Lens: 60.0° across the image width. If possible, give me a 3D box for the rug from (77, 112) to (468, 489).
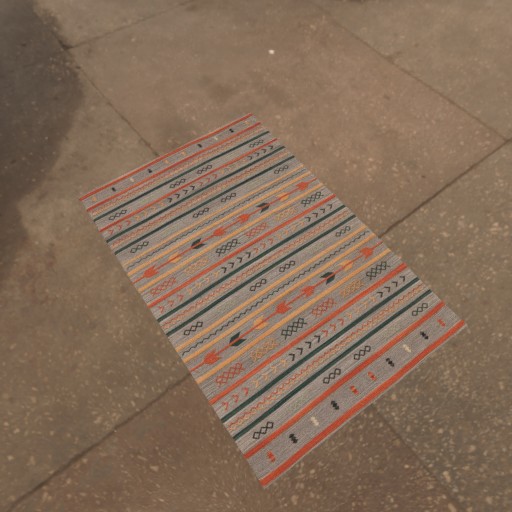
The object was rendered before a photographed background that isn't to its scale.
[{"bbox_3d":[0.000,0.000,2.350,1.220,0.017,1.835,-31,64,-17],"label":"rug"}]
